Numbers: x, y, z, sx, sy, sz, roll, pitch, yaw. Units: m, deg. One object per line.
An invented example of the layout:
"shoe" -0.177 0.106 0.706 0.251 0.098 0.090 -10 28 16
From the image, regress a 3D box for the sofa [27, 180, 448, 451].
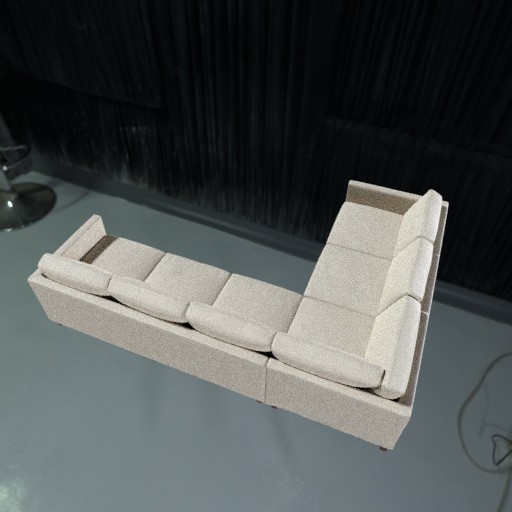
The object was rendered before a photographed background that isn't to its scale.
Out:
"sofa" 0.000 0.000 4.247 3.182 0.863 2.432 16 48 15
